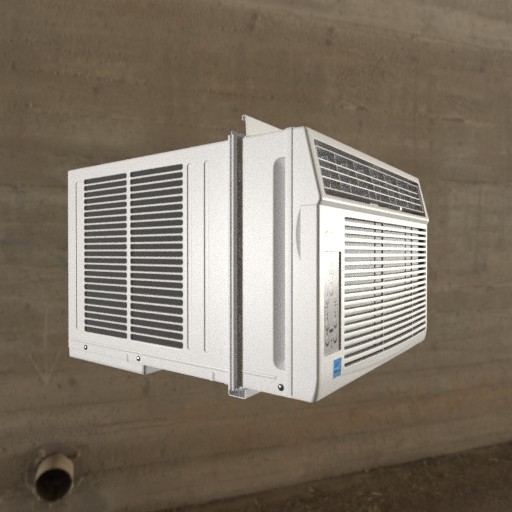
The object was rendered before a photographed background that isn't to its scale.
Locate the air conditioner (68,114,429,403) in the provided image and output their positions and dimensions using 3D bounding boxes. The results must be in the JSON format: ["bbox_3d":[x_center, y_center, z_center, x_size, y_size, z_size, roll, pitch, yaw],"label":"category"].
[{"bbox_3d":[0.000,0.000,0.886,0.546,0.388,0.503,0,1,36],"label":"air conditioner"}]
